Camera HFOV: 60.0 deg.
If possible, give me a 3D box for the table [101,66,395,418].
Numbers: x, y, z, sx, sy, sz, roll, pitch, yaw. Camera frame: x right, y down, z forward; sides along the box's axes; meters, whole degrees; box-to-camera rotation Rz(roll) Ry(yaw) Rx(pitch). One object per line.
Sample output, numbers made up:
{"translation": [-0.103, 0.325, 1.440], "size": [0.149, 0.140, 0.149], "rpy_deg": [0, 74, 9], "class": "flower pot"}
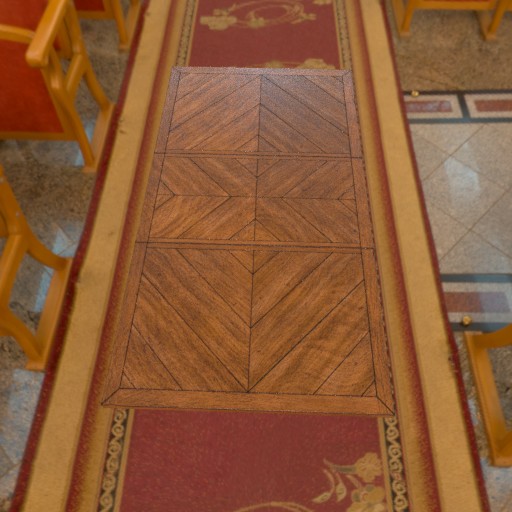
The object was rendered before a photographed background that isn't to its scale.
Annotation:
{"translation": [0.000, 0.000, 1.829], "size": [0.757, 0.760, 1.400], "rpy_deg": [2, 58, 1], "class": "table"}
